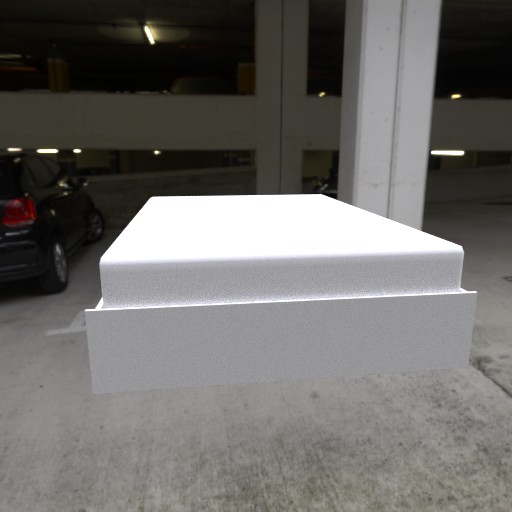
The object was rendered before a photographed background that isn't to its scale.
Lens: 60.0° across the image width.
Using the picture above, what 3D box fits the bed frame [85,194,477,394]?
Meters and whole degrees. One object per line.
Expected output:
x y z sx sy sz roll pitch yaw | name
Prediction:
0.000 0.000 2.555 1.445 0.497 1.945 -2 14 -8 | bed frame
